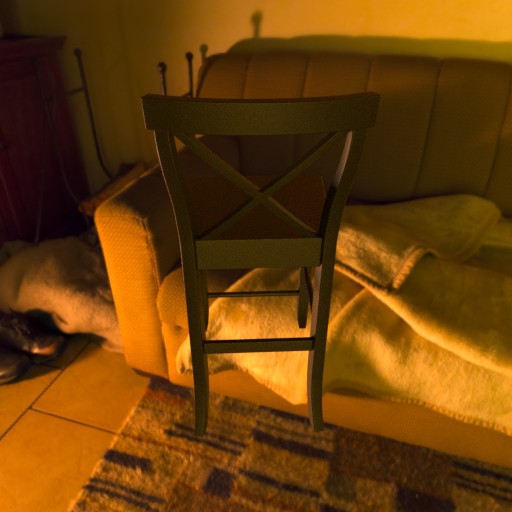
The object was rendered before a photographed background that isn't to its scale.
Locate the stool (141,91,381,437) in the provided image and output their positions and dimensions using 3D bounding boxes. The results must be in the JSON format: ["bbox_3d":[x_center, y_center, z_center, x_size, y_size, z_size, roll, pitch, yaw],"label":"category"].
[{"bbox_3d":[0.000,0.000,1.279,0.452,0.989,0.559,-1,31,-2],"label":"stool"}]
